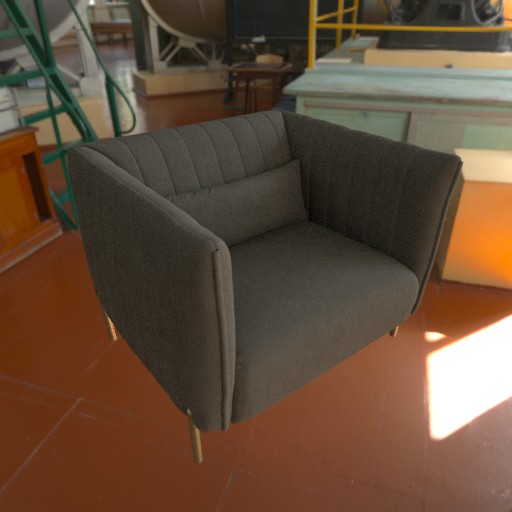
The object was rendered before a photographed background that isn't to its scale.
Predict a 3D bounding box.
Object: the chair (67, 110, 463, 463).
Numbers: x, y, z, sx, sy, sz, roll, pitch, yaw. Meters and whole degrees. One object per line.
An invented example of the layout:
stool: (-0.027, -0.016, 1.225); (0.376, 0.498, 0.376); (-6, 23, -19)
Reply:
chair: (0.000, 0.000, 1.558); (0.981, 0.779, 0.873); (-21, 37, -32)
